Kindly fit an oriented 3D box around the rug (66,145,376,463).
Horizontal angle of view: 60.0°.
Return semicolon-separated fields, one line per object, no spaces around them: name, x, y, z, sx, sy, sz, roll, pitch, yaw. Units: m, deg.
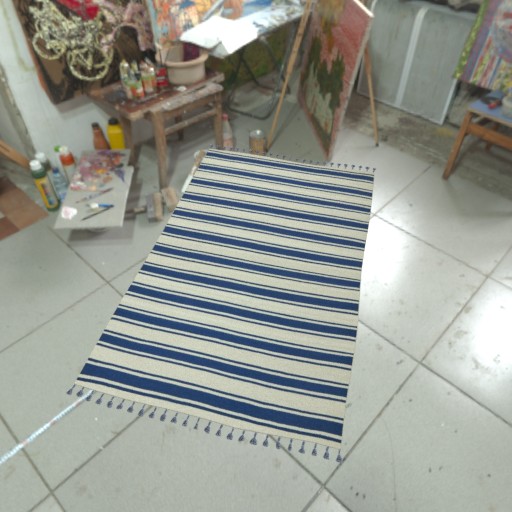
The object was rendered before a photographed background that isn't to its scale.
rug;0.000;0.000;2.590;1.248;0.009;2.108;11;48;10
